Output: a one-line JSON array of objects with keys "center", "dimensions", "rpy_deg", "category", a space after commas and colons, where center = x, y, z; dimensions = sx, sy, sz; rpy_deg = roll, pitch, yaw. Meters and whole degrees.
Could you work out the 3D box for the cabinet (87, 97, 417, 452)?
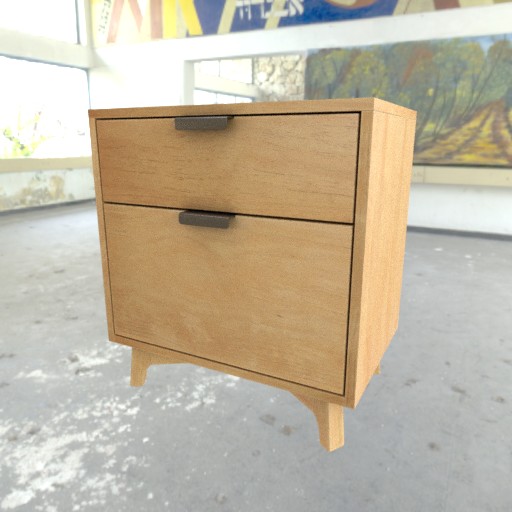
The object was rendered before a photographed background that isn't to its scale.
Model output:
[{"center": [0.000, 0.000, 0.957], "dimensions": [0.551, 0.599, 0.394], "rpy_deg": [8, 17, 27], "category": "cabinet"}]
